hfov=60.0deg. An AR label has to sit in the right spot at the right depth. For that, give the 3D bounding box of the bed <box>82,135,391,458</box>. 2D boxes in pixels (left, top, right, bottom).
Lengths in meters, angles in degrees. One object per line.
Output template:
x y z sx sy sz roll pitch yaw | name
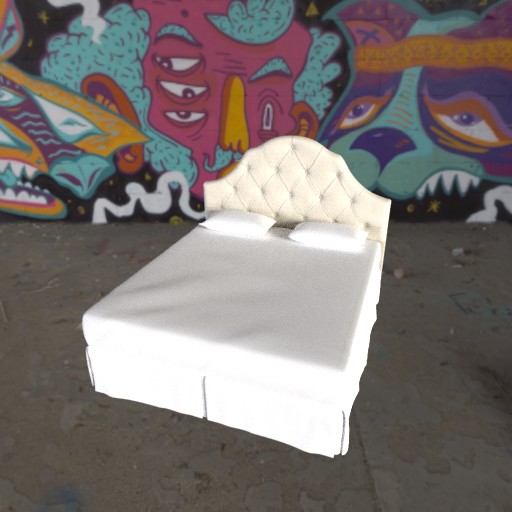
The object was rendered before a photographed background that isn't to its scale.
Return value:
0.000 0.000 3.702 2.008 1.615 2.214 9 26 18 | bed
